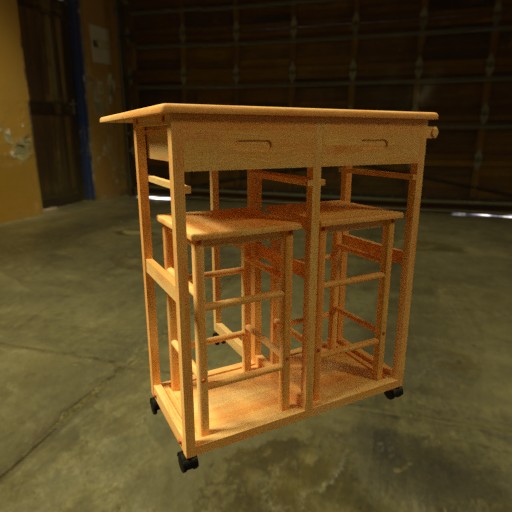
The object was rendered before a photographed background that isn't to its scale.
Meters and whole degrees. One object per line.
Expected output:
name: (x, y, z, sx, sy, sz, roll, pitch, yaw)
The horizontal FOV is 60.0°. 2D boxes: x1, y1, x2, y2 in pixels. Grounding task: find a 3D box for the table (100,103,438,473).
table: (0.000, 0.000, 1.374, 0.752, 0.832, 0.693, -8, 17, -27)
